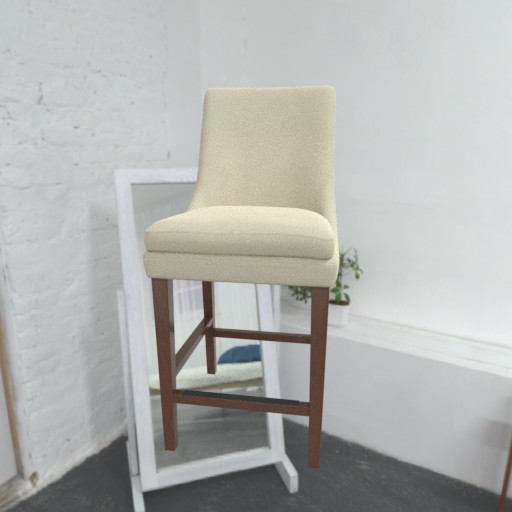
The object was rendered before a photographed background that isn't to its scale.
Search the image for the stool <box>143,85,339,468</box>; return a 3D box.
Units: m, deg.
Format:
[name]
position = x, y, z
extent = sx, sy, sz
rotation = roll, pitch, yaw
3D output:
[stool]
position = 0.000, 0.000, 1.295
extent = 0.470, 0.981, 0.577
rotation = 2, 15, 9
